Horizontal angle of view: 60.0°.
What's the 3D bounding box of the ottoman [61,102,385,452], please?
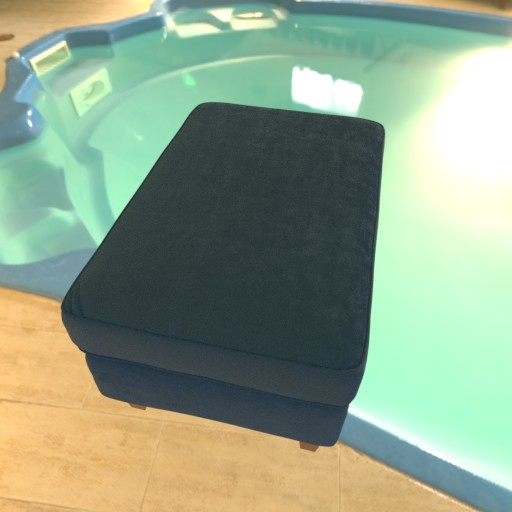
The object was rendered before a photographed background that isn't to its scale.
[{"bbox_3d":[0.000,0.000,1.194,0.583,0.484,0.862,10,47,9],"label":"ottoman"}]
